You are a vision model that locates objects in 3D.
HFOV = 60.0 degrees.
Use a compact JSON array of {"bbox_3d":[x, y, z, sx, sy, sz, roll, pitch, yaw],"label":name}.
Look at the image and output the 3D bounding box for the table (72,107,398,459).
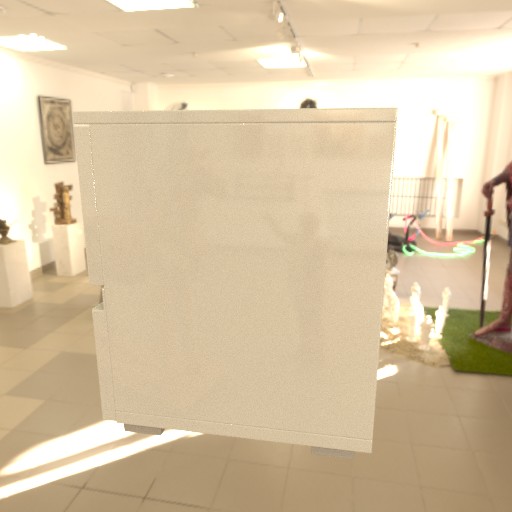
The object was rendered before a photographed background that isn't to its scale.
[{"bbox_3d":[0.000,0.000,0.789,0.400,0.470,0.420,3,15,10],"label":"table"}]
